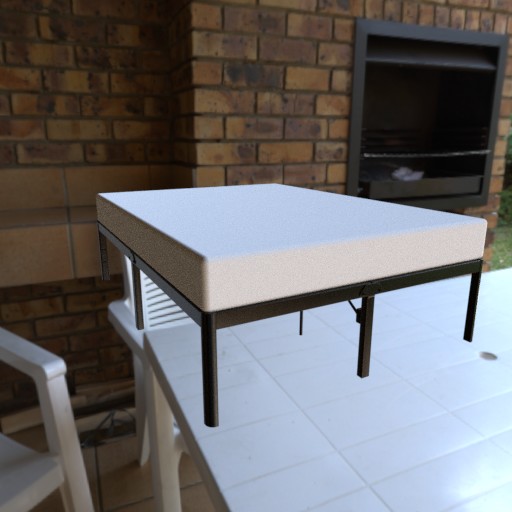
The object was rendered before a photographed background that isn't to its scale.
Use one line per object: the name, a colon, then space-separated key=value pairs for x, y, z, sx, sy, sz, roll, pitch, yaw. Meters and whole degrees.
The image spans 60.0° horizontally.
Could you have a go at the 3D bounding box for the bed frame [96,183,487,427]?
bed frame: x=0.000 y=0.000 z=2.792 sx=1.557 sy=0.659 sz=2.072 roll=-8 pitch=17 yaw=-28
